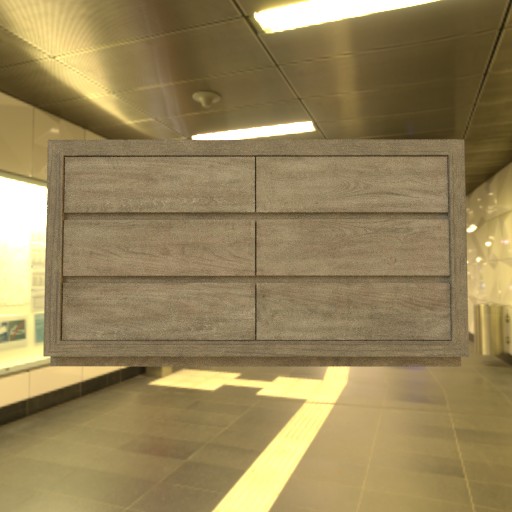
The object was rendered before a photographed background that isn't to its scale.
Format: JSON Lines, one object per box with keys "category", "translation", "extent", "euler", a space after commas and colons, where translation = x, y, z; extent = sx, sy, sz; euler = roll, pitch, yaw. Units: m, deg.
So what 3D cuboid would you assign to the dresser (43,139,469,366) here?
{"category": "dresser", "translation": [0.000, 0.000, 1.950], "extent": [1.628, 0.889, 0.483], "euler": [0, -2, 0]}
